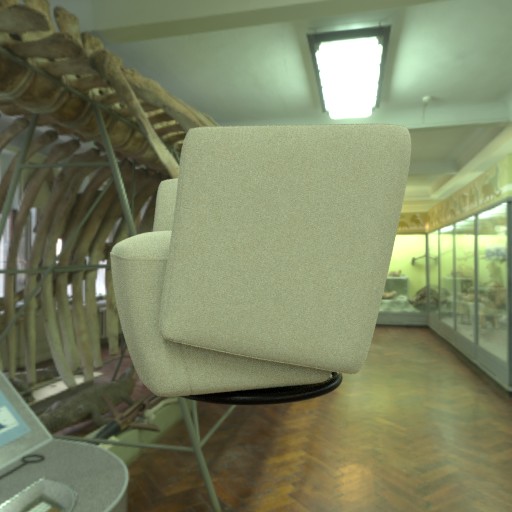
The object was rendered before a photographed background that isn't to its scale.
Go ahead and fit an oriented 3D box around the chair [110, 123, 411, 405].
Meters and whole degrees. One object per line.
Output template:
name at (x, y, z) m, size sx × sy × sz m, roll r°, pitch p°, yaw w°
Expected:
chair at (0.000, 0.000, 1.579) m, size 0.986 × 0.861 × 0.822 m, roll 0°, pitch -1°, yaw -17°
